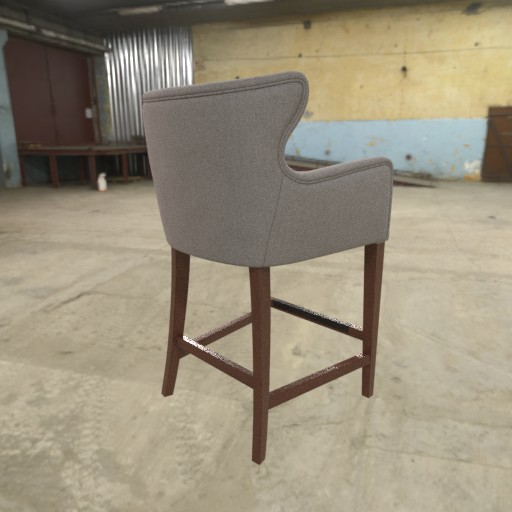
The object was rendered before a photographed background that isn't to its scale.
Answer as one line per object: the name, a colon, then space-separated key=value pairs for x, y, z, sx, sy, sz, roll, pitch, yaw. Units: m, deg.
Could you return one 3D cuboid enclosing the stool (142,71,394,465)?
stool: x=0.000 y=0.000 z=1.324 sx=0.575 sy=0.951 sz=0.575 roll=-14 pitch=20 yaw=-42
